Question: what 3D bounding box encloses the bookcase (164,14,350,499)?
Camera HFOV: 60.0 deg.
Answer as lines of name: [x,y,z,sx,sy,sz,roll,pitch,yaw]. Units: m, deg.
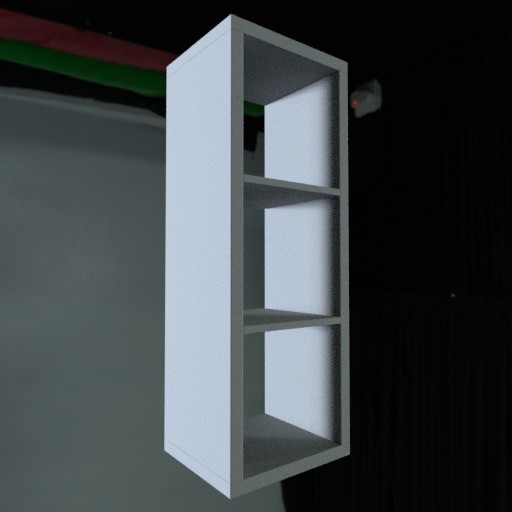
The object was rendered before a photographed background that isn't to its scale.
bookcase: [0.000,0.000,1.234,0.390,1.080,0.330,1,-2,-37]
